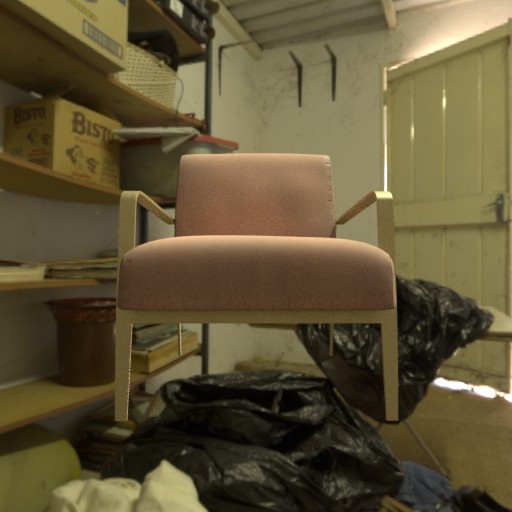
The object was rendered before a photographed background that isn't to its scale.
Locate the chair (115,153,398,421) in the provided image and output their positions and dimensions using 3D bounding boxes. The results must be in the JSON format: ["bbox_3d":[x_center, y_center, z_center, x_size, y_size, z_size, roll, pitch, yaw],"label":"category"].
[{"bbox_3d":[0.000,0.000,1.441,0.701,0.823,0.848,0,0,0],"label":"chair"}]
